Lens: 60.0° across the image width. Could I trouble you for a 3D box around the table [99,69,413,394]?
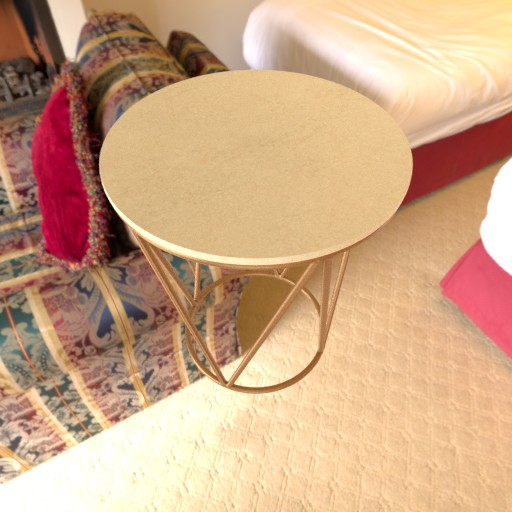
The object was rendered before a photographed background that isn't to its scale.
[{"bbox_3d":[0.000,0.000,0.937,0.500,0.564,0.500,0,49,0],"label":"table"}]
